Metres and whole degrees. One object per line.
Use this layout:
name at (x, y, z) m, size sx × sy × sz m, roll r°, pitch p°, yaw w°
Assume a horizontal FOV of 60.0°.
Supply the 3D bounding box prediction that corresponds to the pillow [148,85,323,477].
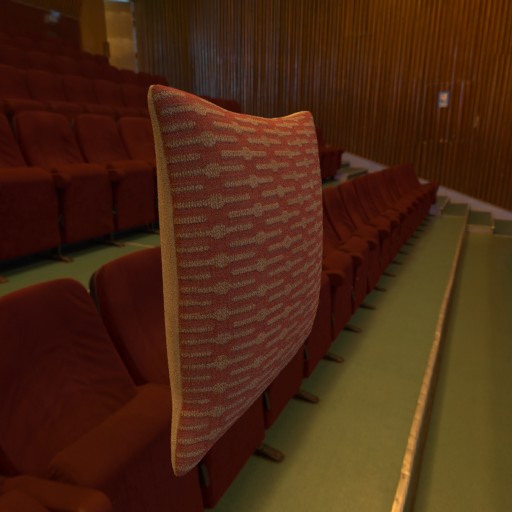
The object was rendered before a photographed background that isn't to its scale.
pillow at (0.000, 0.000, 0.761) m, size 0.182 × 0.503 × 0.511 m, roll 7°, pitch 16°, yaw 25°
